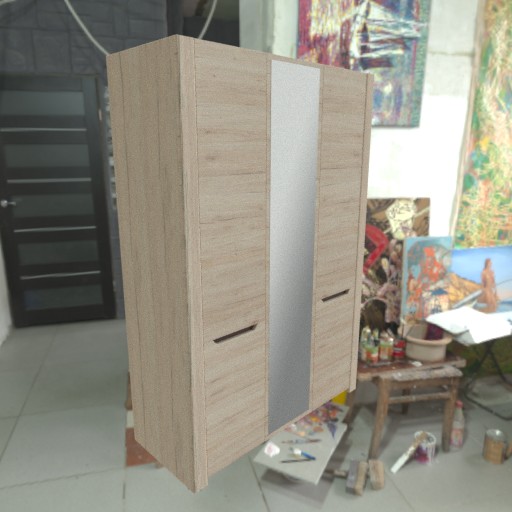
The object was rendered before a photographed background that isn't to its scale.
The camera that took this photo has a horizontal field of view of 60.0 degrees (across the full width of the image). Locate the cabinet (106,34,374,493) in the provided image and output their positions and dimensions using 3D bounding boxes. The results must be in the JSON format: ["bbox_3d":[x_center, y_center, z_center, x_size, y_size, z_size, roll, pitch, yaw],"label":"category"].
[{"bbox_3d":[0.000,0.000,2.597,1.400,2.070,0.580,-13,19,-43],"label":"cabinet"}]
